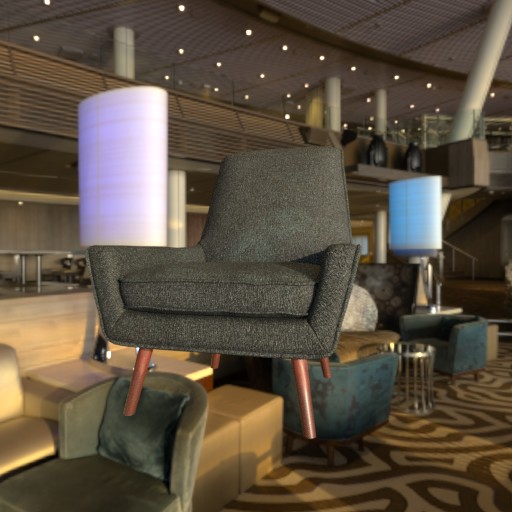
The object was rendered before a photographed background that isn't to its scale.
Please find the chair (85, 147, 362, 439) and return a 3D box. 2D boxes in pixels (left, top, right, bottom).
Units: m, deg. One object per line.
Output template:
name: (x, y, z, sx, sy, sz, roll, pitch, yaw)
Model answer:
chair: (0.000, 0.000, 1.522, 0.763, 0.883, 0.859, 0, 0, 17)
